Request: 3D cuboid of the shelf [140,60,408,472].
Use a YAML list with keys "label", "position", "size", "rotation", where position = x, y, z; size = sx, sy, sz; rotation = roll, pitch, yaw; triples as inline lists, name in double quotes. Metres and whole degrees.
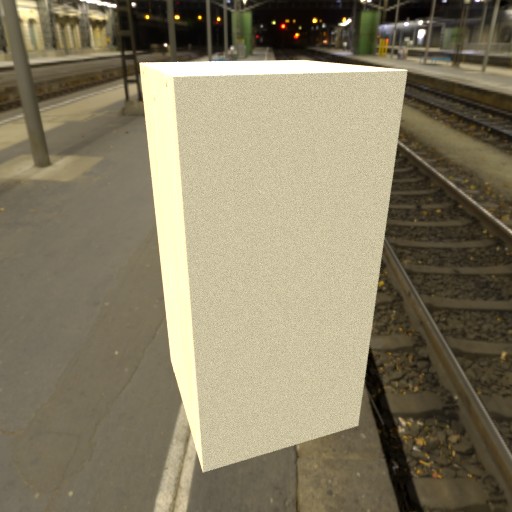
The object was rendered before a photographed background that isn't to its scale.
- label: "shelf"
  position: [0.000, 0.000, 0.753]
  size: [0.290, 0.594, 0.297]
  rotation: [-9, 27, -18]
